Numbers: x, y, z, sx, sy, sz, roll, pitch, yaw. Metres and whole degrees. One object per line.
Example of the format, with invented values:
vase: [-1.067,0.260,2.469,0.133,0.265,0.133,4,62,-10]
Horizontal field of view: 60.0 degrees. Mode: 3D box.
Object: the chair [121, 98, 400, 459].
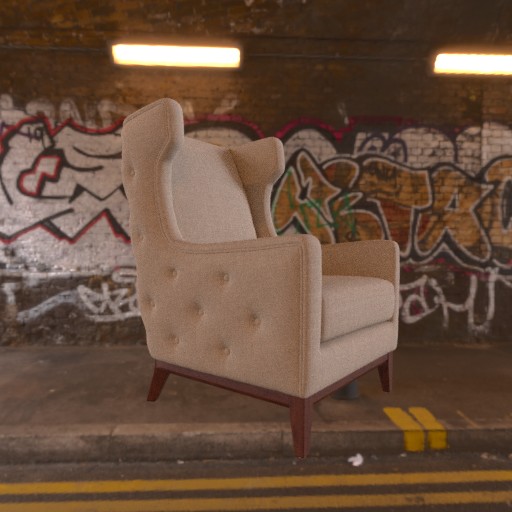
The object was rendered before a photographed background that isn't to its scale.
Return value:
chair: [0.000,0.000,1.702,0.899,1.079,0.778,1,1,36]
